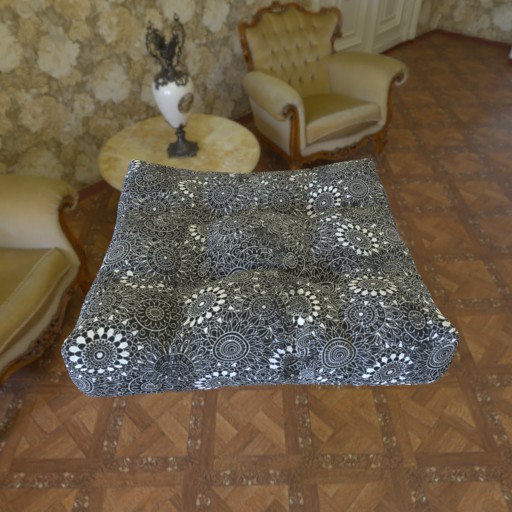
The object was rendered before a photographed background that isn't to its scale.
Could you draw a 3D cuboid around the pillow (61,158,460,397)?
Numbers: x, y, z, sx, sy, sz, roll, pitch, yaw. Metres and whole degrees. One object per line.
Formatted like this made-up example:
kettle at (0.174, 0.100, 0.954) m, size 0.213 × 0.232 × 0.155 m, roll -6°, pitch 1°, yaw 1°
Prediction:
pillow at (0.000, 0.000, 0.721) m, size 0.490 × 0.128 × 0.468 m, roll -1°, pitch 42°, yaw -2°
